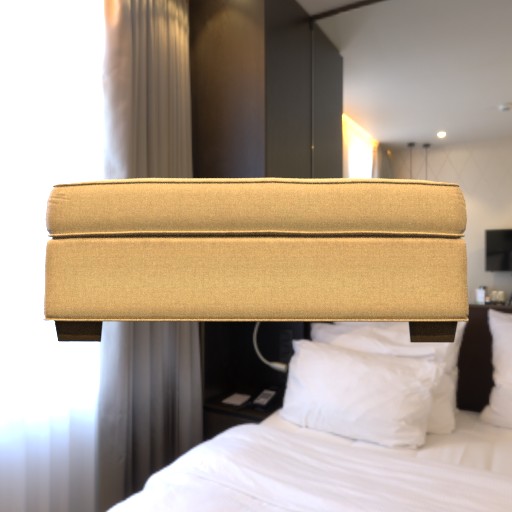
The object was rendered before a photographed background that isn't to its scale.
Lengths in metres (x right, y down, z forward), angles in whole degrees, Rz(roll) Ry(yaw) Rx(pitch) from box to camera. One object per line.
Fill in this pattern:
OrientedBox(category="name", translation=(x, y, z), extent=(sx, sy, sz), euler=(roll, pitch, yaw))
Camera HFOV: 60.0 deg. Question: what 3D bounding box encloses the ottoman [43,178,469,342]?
OrientedBox(category="ottoman", translation=(0.000, 0.000, 1.429), extent=(1.097, 0.448, 0.617), euler=(0, 0, 0))
